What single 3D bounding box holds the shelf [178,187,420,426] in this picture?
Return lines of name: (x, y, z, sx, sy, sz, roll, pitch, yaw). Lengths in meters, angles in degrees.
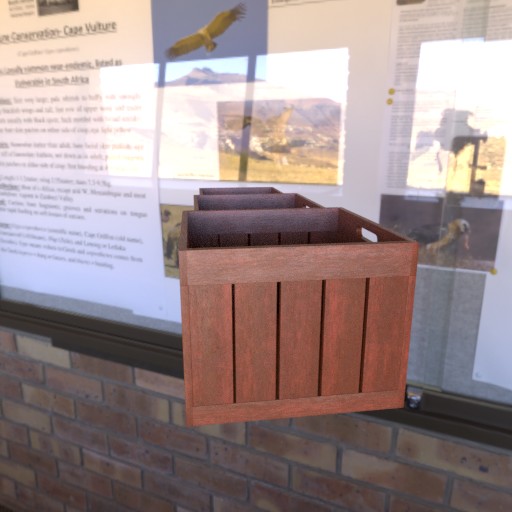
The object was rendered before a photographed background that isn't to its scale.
shelf: (0.000, 0.000, 1.254, 0.393, 0.311, 1.064, -2, 15, -8)
